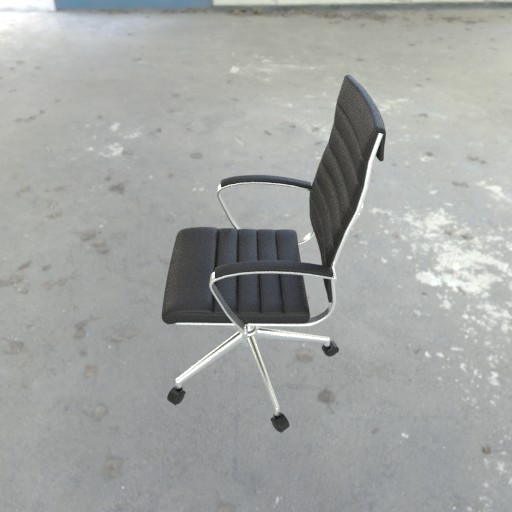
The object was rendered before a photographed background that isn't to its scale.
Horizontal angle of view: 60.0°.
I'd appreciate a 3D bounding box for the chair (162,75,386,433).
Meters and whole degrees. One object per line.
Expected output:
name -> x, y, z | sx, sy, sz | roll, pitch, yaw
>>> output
chair -> 0.000, 0.000, 1.625 | 0.739, 1.149, 0.766 | -1, 39, -1
